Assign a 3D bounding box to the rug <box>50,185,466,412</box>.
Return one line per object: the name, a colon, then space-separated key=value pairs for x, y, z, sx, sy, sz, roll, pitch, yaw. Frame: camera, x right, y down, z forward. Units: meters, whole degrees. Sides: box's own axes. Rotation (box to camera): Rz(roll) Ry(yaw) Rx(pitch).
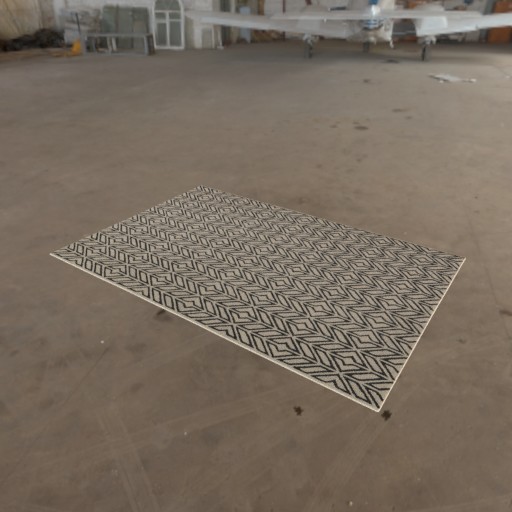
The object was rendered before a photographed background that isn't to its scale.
rug: x=0.000 y=0.000 z=2.339 sx=1.828 sy=0.007 sz=1.220 roll=19 pitch=35 yaw=30
